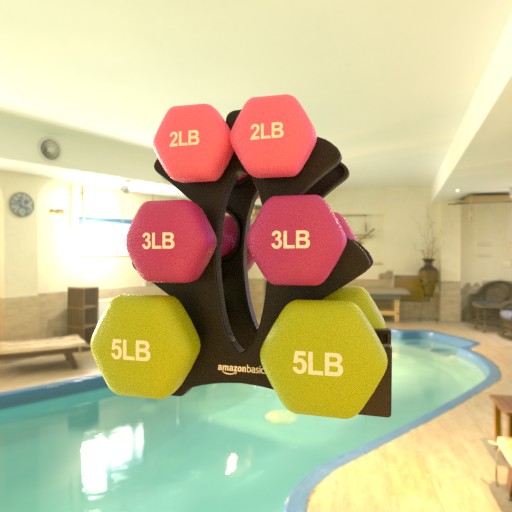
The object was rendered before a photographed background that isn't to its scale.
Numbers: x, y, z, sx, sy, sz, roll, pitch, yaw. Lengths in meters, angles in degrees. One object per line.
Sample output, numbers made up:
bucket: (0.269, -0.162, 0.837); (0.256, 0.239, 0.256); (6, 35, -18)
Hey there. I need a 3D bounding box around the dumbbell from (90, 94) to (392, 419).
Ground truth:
dumbbell: (0.000, 0.000, 0.439); (0.257, 0.261, 0.203); (0, 0, 17)
